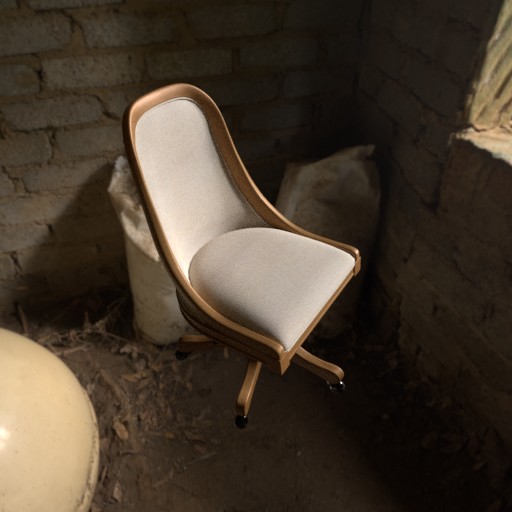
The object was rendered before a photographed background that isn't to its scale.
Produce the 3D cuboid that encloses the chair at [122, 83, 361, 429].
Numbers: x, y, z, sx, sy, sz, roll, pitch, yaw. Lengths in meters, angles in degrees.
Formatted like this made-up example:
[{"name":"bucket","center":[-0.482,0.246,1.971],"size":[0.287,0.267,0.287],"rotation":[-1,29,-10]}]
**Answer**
[{"name":"chair","center":[0.000,0.000,1.560],"size":[0.811,1.009,0.702],"rotation":[23,45,25]}]
